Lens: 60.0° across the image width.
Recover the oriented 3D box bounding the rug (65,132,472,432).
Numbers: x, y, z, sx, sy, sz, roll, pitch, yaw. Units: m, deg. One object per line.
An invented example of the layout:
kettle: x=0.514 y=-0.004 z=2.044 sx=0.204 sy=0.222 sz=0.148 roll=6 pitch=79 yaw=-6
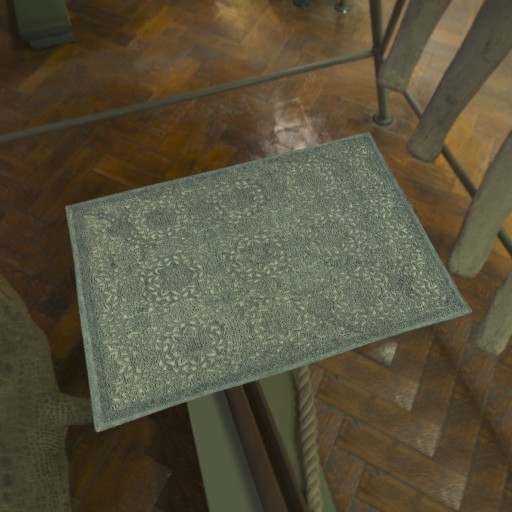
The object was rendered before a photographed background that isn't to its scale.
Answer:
rug: x=0.000 y=0.000 z=2.300 sx=1.830 sy=0.016 sz=1.224 roll=-16 pitch=63 yaw=-8
